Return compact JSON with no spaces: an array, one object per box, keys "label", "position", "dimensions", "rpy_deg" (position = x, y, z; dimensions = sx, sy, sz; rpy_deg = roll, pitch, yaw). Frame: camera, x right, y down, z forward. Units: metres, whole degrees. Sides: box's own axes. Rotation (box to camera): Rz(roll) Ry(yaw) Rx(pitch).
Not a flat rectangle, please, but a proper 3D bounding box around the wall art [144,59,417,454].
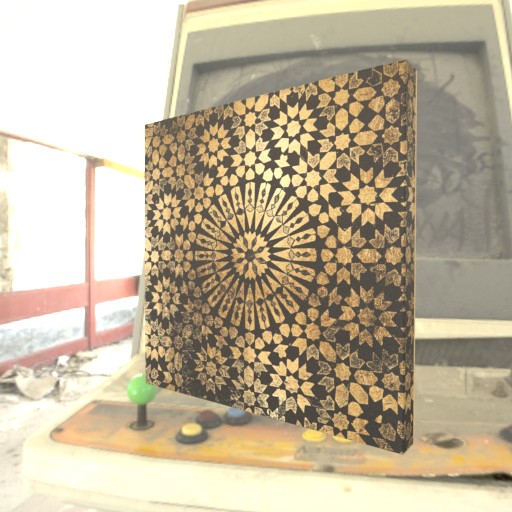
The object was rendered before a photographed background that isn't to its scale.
[{"label":"wall art","position":[0.000,0.000,0.588],"dimensions":[0.405,0.405,0.038],"rpy_deg":[1,1,36]}]
